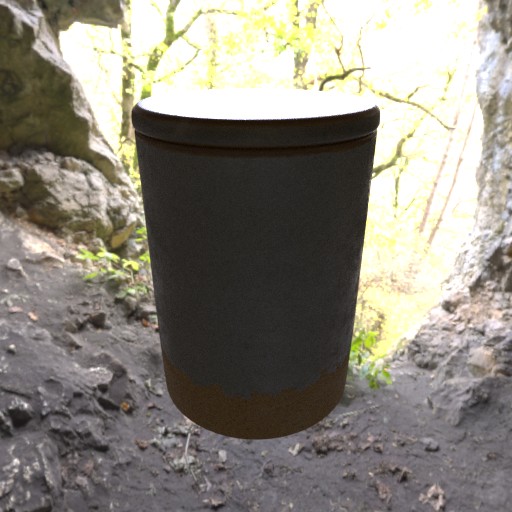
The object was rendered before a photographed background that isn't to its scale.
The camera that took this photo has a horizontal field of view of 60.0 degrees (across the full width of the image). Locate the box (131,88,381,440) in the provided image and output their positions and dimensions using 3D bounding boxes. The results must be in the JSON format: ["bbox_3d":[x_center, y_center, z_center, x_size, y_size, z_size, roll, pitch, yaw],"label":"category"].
[{"bbox_3d":[0.000,0.000,0.250,0.118,0.168,0.118,0,26,0],"label":"box"}]
